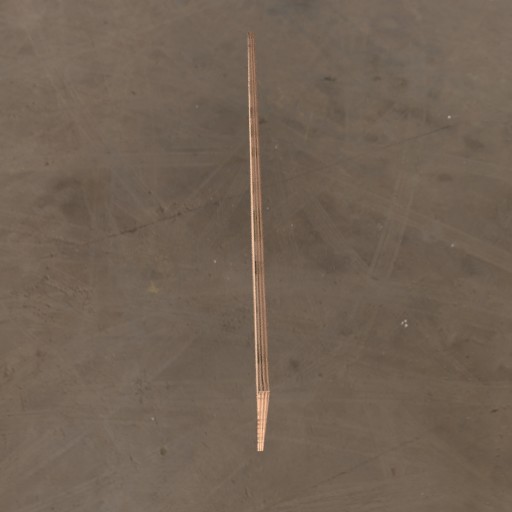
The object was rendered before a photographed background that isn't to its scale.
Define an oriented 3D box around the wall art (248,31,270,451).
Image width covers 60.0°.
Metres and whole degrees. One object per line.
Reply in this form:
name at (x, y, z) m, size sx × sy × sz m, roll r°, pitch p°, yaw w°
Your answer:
wall art at (0.000, 0.000, 0.684) m, size 0.010 × 0.408 × 0.508 m, roll -1°, pitch 60°, yaw -1°
